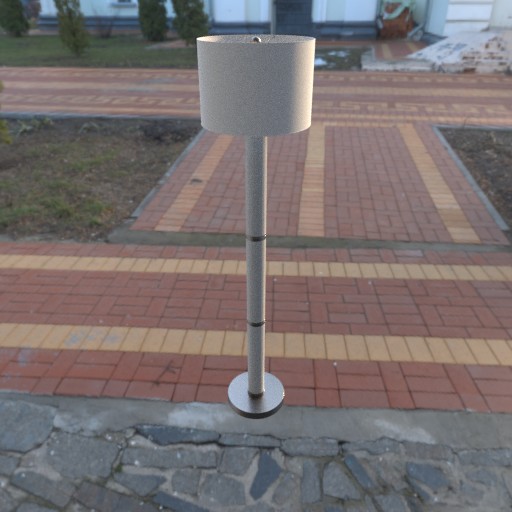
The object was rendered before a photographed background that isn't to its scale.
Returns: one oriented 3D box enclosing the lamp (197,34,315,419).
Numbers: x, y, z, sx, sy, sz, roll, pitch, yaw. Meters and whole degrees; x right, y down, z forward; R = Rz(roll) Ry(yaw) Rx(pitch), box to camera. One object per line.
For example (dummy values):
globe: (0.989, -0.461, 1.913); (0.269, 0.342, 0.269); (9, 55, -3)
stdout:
lamp: (0.000, 0.000, 1.797); (0.377, 1.599, 0.377); (10, 31, 18)
